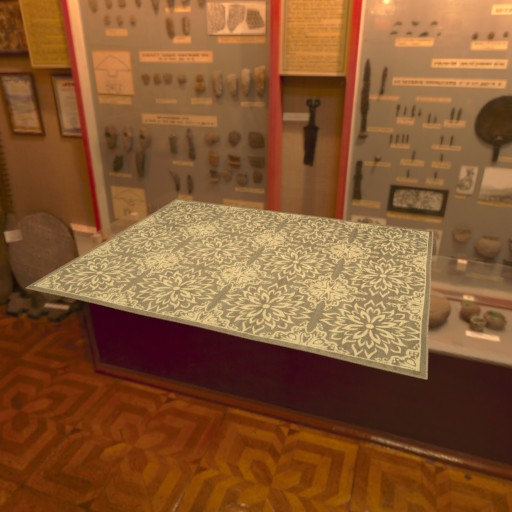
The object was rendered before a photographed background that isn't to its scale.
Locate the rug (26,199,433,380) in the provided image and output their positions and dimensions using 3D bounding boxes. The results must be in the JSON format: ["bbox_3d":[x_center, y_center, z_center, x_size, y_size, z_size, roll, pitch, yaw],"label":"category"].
[{"bbox_3d":[0.000,0.000,3.999,2.980,0.012,2.363,9,27,18],"label":"rug"}]
